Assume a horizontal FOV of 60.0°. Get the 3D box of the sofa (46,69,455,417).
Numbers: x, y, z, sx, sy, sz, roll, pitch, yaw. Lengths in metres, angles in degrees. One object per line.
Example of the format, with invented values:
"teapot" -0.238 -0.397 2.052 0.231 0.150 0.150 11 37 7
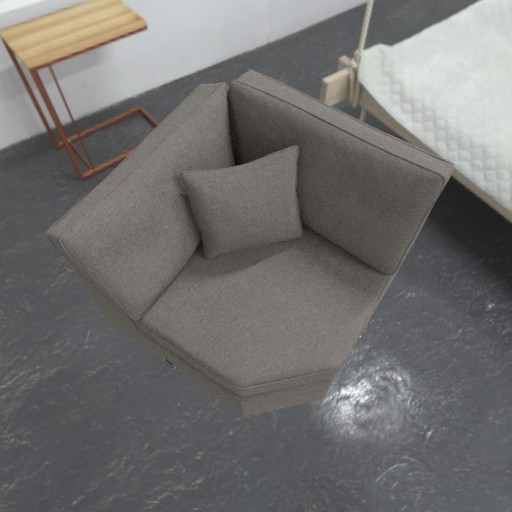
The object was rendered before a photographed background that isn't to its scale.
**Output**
"sofa" 0.000 0.000 1.829 1.042 0.951 1.050 30 63 18
